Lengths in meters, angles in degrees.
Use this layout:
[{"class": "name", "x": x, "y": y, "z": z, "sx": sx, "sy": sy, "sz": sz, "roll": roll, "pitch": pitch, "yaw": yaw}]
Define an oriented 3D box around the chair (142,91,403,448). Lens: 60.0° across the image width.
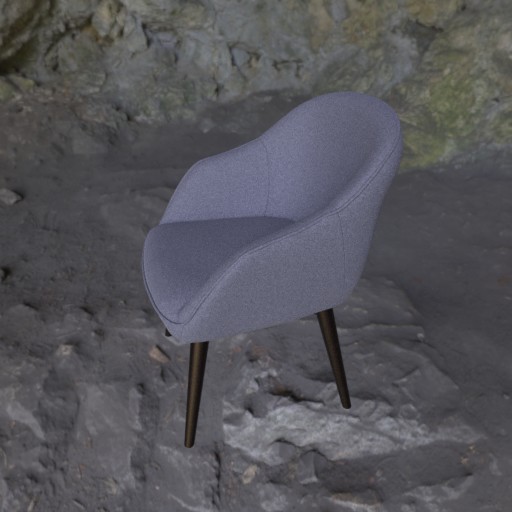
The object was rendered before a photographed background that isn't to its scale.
[{"class": "chair", "x": 0.000, "y": 0.000, "z": 1.220, "sx": 0.611, "sy": 0.810, "sz": 0.589, "roll": -8, "pitch": 31, "yaw": -14}]
